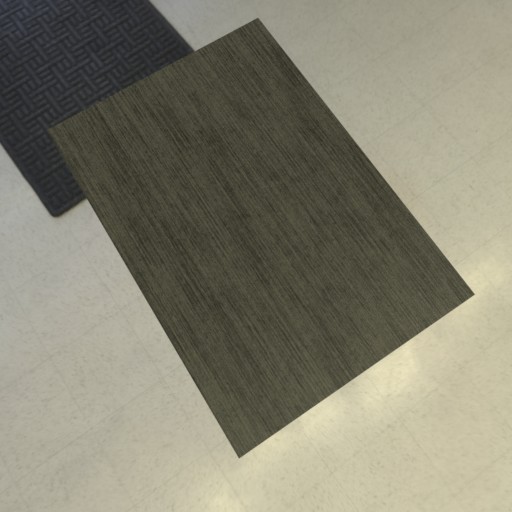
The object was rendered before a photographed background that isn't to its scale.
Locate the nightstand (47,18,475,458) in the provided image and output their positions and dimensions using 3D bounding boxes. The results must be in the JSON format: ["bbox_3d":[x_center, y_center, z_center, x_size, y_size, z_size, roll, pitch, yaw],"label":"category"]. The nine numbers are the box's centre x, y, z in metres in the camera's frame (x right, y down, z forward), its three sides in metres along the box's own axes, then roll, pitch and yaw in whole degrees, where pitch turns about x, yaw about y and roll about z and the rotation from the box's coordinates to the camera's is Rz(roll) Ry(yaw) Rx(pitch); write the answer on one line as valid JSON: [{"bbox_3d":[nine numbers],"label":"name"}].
[{"bbox_3d":[0.000,0.000,0.739,0.325,0.460,0.441,-32,77,-8],"label":"nightstand"}]
